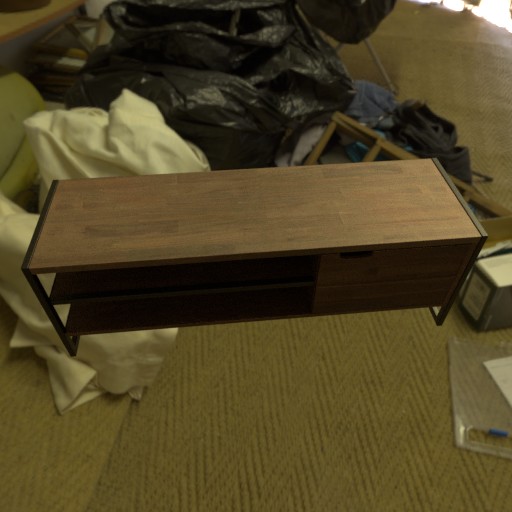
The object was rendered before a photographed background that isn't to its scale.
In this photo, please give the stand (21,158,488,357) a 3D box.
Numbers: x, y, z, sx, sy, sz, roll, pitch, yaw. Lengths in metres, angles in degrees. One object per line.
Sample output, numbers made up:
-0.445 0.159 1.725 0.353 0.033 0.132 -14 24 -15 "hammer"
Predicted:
0.000 0.000 1.731 1.480 0.506 0.454 -4 46 -4 "stand"
